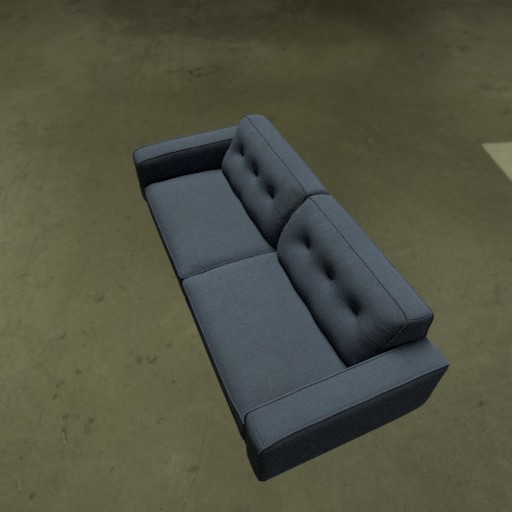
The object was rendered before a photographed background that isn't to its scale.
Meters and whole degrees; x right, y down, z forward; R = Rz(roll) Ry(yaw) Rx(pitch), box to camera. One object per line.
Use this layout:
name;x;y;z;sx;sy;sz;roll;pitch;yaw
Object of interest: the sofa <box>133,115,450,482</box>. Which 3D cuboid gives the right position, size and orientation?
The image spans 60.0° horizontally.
sofa;0.000;0.000;2.672;0.953;0.782;2.270;-18;50;-16
